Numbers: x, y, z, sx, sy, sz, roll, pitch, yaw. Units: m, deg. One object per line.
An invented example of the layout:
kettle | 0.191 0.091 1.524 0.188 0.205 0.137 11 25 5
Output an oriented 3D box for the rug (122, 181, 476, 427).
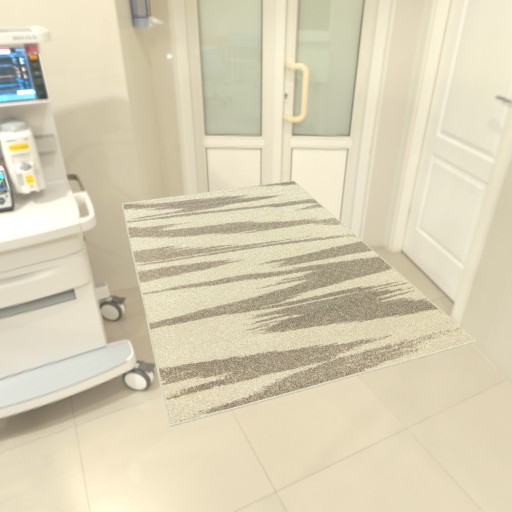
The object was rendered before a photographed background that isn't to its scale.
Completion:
rug | 0.000 0.000 2.324 1.225 0.008 1.827 -10 33 -16
